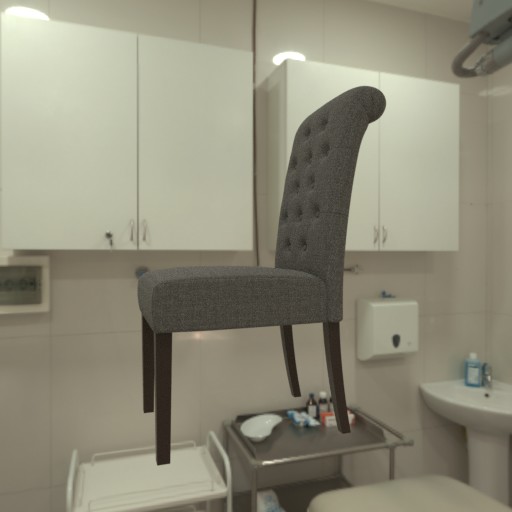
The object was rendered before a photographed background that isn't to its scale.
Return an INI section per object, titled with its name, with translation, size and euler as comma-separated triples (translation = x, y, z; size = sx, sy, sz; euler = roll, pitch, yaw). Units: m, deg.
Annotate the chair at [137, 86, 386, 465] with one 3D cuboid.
[chair]
translation = 0.000, 0.000, 1.357
size = 0.671, 1.006, 0.456
euler = 0, 0, -19
